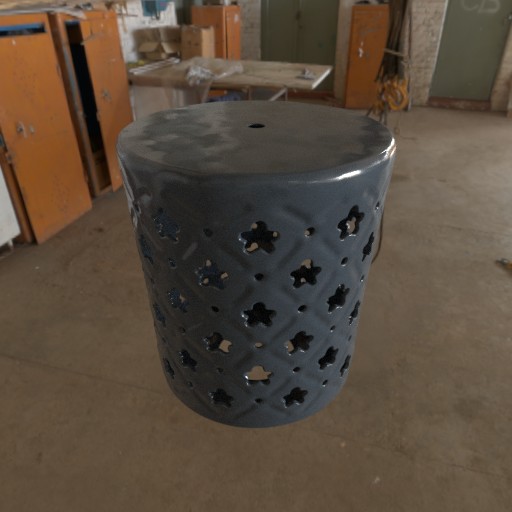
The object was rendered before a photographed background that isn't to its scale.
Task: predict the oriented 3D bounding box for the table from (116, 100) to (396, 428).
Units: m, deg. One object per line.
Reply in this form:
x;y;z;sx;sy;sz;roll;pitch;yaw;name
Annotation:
0.000;0.000;0.663;0.352;0.387;0.352;0;31;0;table
